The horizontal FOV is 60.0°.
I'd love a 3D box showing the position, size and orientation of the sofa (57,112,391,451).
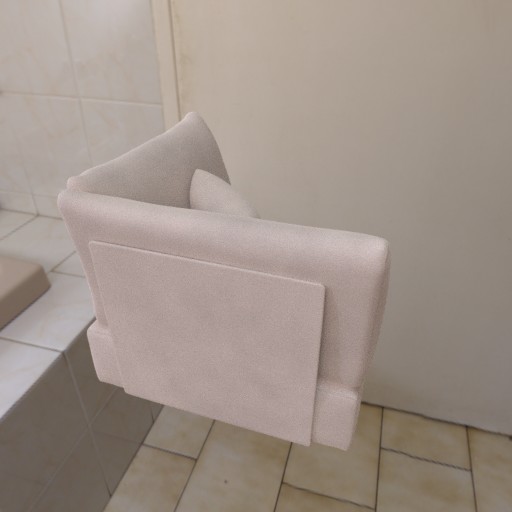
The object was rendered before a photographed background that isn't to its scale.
[{"bbox_3d":[0.000,0.000,1.734,1.000,0.820,1.000,10,33,16],"label":"sofa"}]
